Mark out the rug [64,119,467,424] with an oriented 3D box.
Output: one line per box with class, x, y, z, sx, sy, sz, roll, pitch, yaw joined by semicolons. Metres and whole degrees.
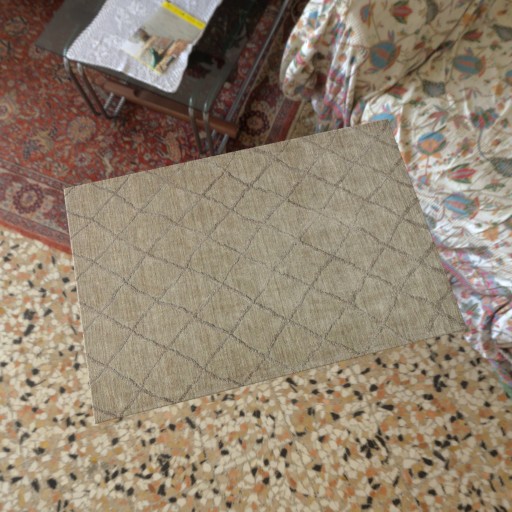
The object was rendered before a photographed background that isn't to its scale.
rug;0.000;0.000;2.838;2.280;0.015;1.521;-13;74;-4
